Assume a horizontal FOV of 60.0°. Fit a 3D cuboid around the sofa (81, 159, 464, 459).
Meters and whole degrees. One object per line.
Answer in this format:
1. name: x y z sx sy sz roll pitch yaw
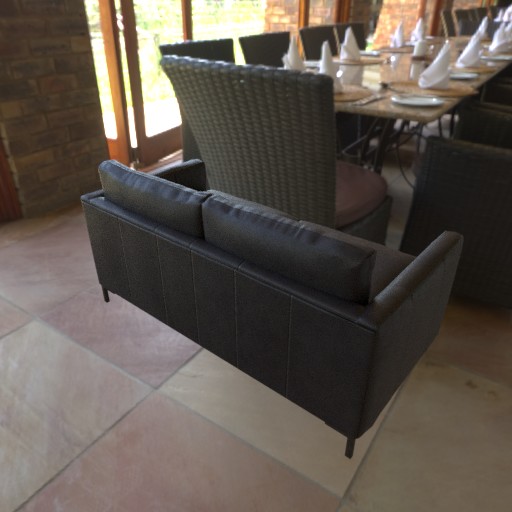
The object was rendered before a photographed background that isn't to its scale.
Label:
1. sofa: 0.000 0.000 2.315 1.805 0.883 0.947 21 36 32
